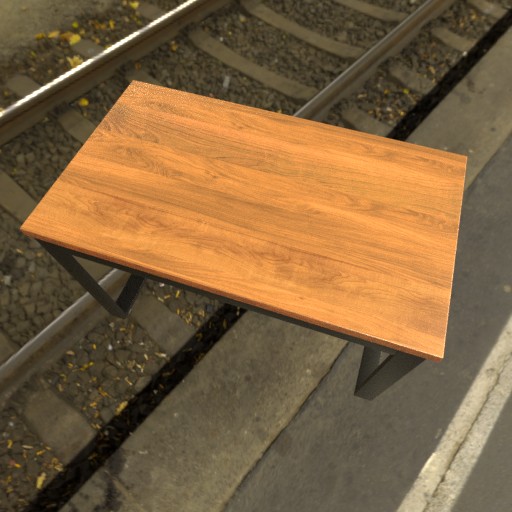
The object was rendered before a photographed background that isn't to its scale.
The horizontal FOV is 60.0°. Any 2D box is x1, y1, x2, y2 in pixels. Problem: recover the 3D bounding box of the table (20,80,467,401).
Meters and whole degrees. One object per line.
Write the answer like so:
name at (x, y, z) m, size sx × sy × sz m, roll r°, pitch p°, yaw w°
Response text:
table at (0.000, 0.000, 1.681) m, size 1.205 × 0.760 × 0.714 m, roll 16°, pitch 59°, yaw 10°
